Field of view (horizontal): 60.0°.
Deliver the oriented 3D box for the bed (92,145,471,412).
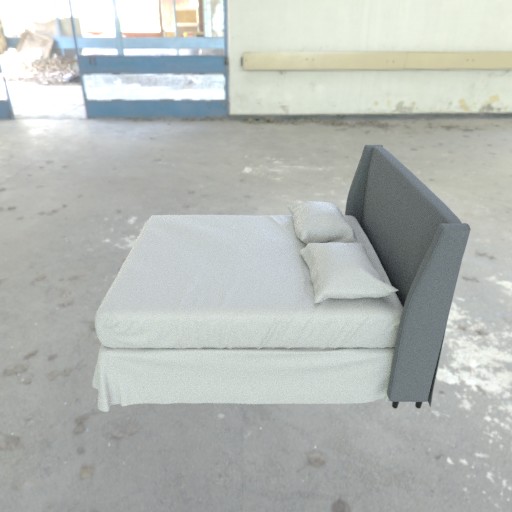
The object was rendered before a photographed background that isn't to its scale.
[{"bbox_3d":[0.000,0.000,3.444,2.276,1.332,1.925,0,27,0],"label":"bed"}]
